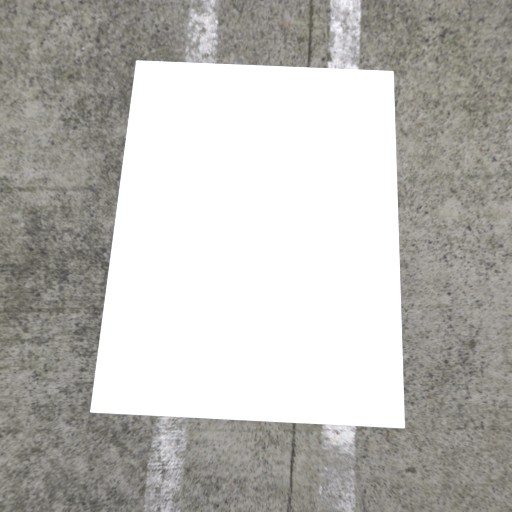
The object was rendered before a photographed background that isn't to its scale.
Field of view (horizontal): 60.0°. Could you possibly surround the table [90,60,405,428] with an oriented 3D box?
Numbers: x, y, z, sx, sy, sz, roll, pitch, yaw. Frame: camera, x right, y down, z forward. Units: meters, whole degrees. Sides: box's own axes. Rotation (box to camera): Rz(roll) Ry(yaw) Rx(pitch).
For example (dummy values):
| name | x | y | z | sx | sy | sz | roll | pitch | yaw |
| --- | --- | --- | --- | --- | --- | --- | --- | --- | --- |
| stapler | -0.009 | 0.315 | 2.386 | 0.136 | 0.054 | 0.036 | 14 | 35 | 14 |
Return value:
| name | x | y | z | sx | sy | sz | roll | pitch | yaw |
| --- | --- | --- | --- | --- | --- | --- | --- | --- | --- |
| table | 0.000 | 0.000 | 0.794 | 0.399 | 0.357 | 0.517 | 3 | 76 | 1 |
